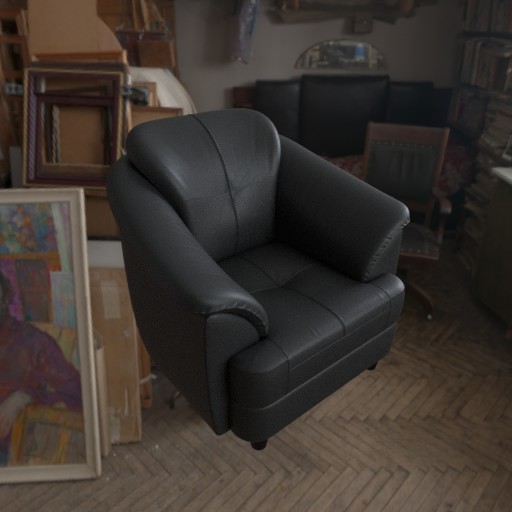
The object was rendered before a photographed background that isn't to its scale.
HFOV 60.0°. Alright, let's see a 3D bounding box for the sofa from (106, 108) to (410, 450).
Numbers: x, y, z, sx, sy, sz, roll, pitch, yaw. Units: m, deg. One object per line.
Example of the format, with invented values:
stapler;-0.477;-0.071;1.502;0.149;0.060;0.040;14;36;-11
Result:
sofa;0.000;0.000;1.481;0.870;0.811;0.794;-22;36;-34
